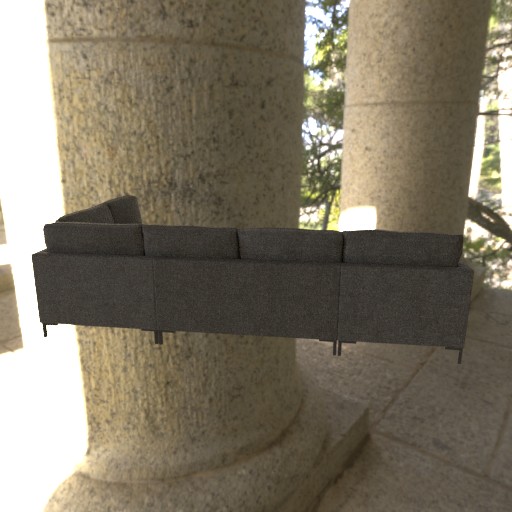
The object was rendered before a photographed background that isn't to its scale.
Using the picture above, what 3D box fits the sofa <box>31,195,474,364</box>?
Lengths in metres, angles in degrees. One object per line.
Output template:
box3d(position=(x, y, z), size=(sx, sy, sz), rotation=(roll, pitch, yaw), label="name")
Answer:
box3d(position=(0.000, 0.000, 4.337), size=(3.423, 0.999, 2.048), rotation=(2, 15, 7), label="sofa")
